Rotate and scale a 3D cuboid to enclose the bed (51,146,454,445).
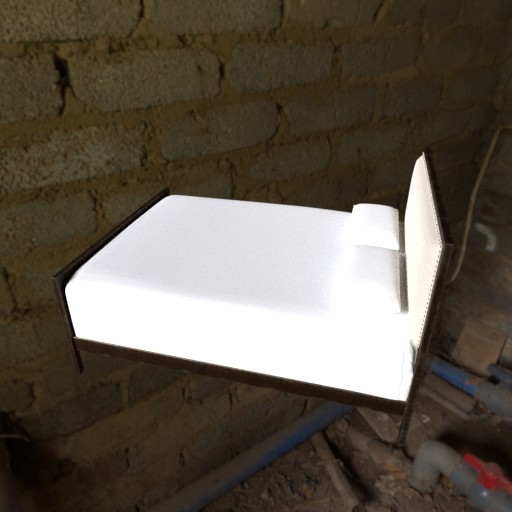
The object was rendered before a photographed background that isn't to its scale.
[{"bbox_3d":[0.000,0.000,3.172,2.221,1.313,1.607,8,30,13],"label":"bed"}]
